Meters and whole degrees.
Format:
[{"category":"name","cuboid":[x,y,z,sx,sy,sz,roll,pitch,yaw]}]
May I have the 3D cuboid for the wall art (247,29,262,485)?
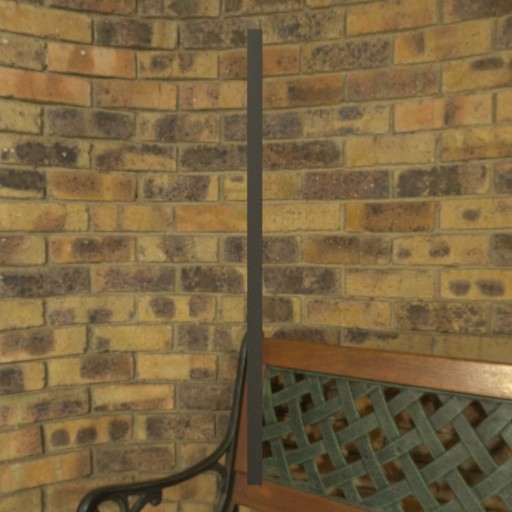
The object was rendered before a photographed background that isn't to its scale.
[{"category":"wall art","cuboid":[0.000,0.000,1.441,0.036,1.070,0.802,0,1,0]}]
